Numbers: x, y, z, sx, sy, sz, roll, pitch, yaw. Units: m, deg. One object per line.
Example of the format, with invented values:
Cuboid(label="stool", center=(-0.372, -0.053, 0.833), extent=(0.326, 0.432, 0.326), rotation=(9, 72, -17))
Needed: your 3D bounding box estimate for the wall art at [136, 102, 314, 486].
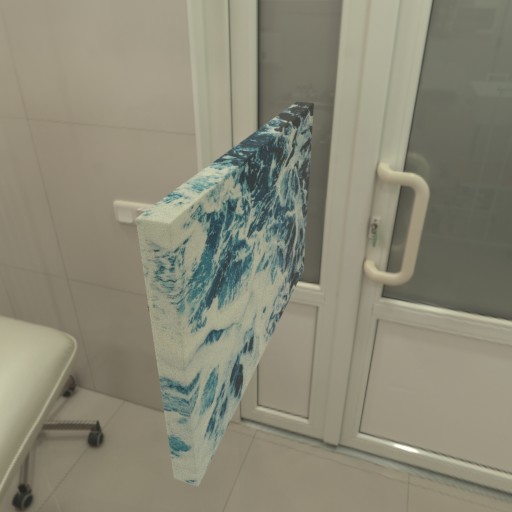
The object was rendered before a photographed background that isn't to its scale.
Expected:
Cuboid(label="wall art", center=(0.000, 0.000, 0.770), extent=(0.043, 0.407, 0.609), rotation=(10, 31, 17))
